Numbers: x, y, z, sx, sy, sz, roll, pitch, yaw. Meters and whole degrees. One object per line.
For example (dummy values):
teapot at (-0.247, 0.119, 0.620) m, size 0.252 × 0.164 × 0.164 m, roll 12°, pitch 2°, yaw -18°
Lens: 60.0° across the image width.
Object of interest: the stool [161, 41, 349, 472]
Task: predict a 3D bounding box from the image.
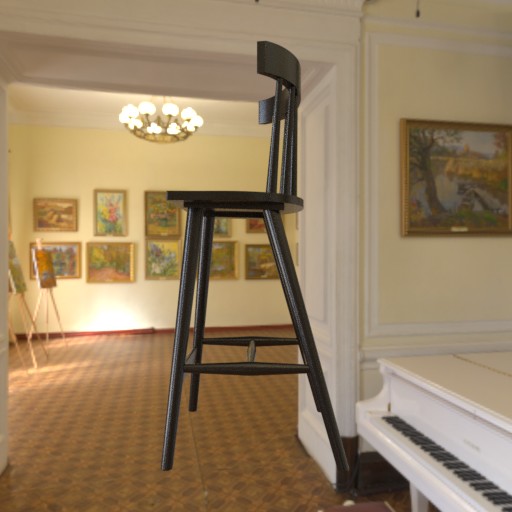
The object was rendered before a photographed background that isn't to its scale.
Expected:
stool at (0.000, 0.000, 1.347) m, size 0.483 × 1.092 × 0.482 m, roll 0°, pitch 0°, yaw 1°
